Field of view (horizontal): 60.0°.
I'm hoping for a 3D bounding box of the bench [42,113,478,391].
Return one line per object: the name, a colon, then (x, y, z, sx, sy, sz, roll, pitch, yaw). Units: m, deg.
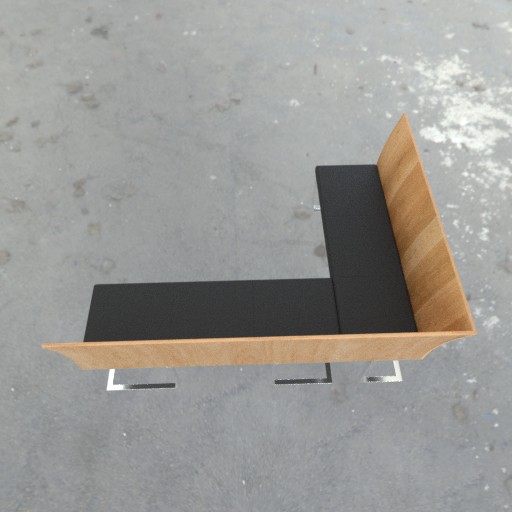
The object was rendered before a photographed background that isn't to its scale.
bench: (0.000, 0.000, 2.769, 1.945, 0.930, 1.495, -2, 57, -1)
